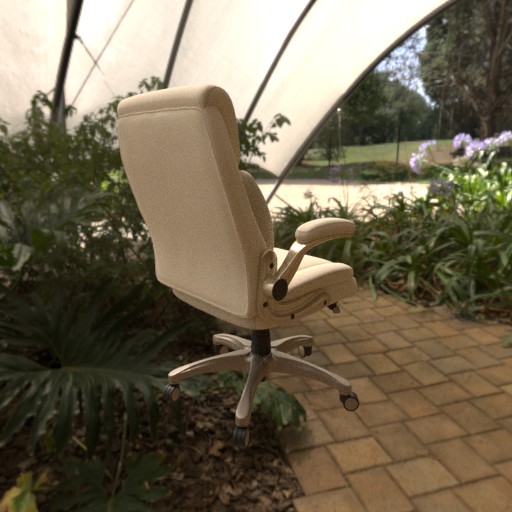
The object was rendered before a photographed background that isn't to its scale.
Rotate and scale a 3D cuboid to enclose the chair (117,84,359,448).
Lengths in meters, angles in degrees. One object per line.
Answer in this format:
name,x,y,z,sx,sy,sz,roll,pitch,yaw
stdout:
chair,0.000,0.000,1.640,0.794,1.110,0.740,-13,19,-43
